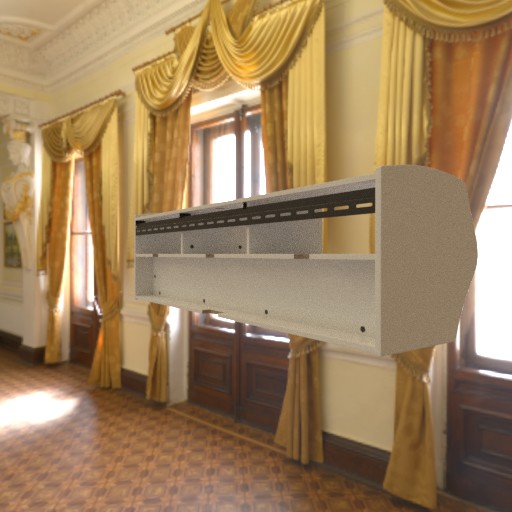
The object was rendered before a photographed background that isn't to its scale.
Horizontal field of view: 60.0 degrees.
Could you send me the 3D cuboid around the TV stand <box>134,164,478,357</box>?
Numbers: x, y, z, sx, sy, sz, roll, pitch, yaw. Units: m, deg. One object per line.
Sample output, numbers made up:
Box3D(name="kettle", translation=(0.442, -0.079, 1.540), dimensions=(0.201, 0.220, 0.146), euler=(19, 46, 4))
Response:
Box3D(name="TV stand", translation=(0.000, 0.000, 1.657), dimensions=(0.397, 0.424, 1.473), euler=(0, 0, -35))
